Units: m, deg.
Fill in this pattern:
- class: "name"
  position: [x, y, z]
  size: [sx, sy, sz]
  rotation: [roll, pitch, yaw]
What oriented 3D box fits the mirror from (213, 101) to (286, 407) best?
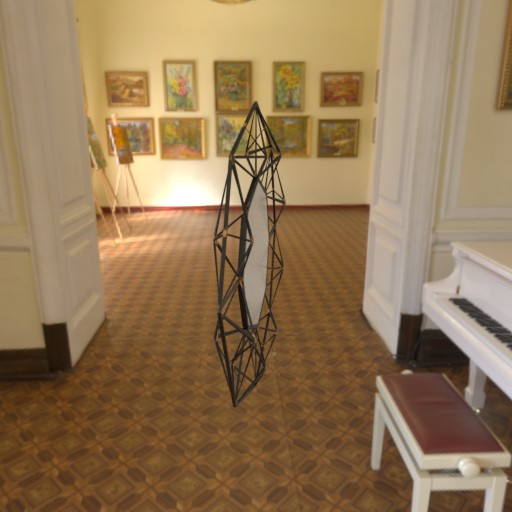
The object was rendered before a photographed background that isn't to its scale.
- class: "mirror"
  position: [0.000, 0.000, 1.075]
  size: [0.094, 0.710, 0.710]
  rotation: [3, 16, 10]
